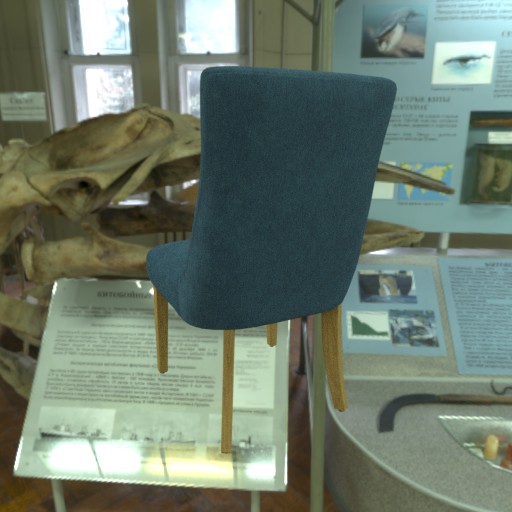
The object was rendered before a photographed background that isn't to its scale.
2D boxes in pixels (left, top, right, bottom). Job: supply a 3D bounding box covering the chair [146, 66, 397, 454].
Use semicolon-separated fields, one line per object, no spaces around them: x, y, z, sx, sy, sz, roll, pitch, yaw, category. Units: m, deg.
0.000;0.000;1.240;0.495;0.902;0.609;-8;17;-26;chair
